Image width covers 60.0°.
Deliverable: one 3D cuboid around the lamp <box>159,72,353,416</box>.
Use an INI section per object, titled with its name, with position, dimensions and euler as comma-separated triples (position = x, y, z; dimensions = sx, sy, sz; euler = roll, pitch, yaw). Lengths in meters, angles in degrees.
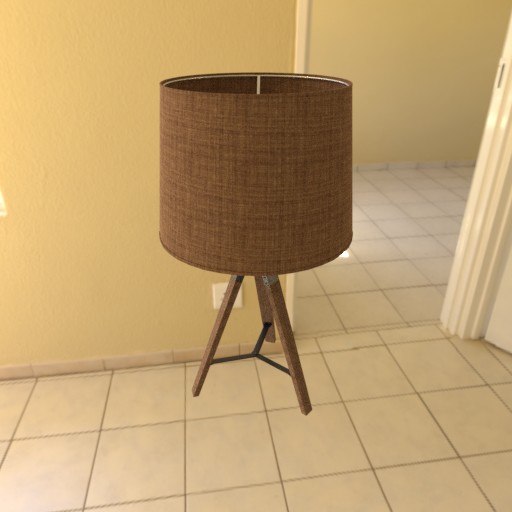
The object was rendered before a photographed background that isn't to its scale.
[lamp]
position = 0.000, 0.000, 0.697
dimensions = 0.290, 0.514, 0.290
euler = 0, 27, 0
